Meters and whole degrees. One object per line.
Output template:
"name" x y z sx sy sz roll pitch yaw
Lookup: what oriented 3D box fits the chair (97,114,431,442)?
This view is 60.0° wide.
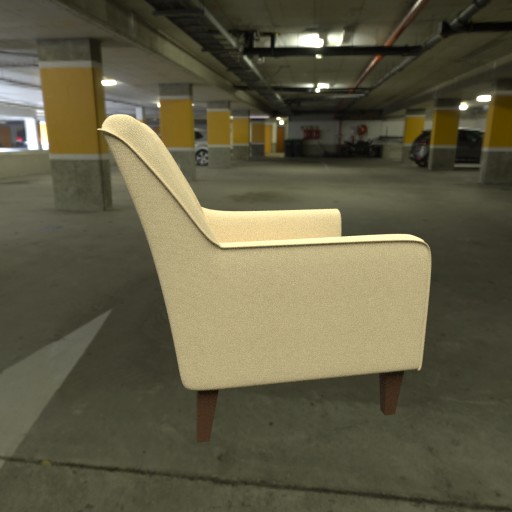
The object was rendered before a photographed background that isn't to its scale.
"chair" 0.000 0.000 1.576 0.899 0.919 0.780 -3 15 -10
